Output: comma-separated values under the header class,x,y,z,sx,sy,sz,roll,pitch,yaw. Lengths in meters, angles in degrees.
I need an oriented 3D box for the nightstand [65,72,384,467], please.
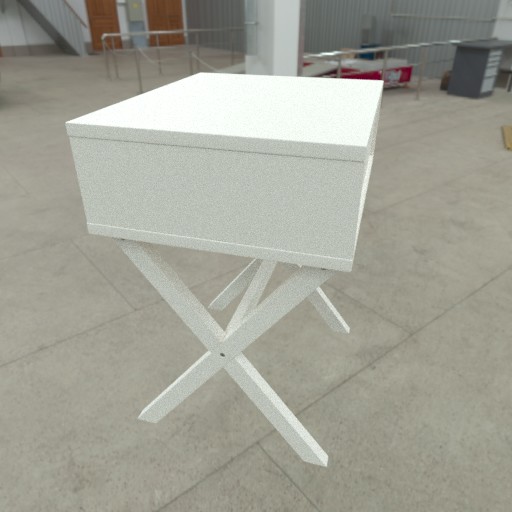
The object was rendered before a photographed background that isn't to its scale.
class,x,y,z,sx,sy,sz,roll,pitch,yaw
nightstand,0.000,0.000,0.908,0.402,0.623,0.479,8,31,14
